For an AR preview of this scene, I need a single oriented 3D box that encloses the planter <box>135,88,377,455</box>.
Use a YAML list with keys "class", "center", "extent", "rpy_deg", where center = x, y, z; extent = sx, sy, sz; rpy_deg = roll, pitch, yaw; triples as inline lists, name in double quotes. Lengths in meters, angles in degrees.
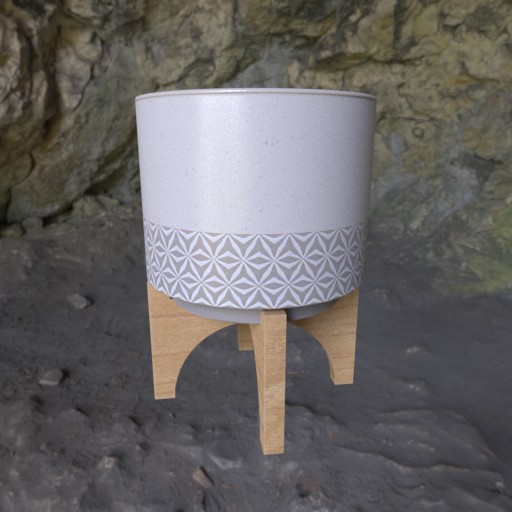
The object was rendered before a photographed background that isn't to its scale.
- class: "planter"
  center: [0.000, 0.000, 0.390]
  extent: [0.188, 0.260, 0.188]
  rpy_deg: [0, 15, 0]
